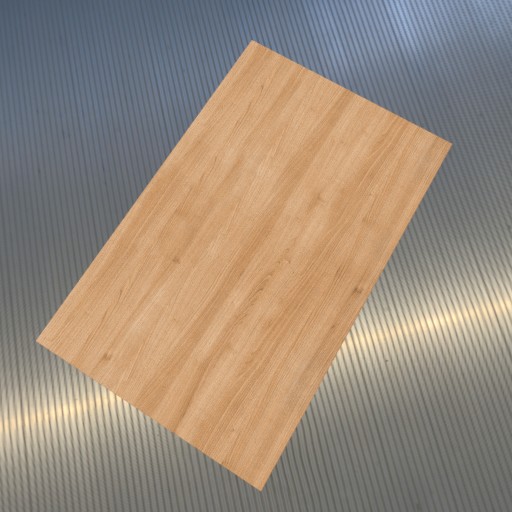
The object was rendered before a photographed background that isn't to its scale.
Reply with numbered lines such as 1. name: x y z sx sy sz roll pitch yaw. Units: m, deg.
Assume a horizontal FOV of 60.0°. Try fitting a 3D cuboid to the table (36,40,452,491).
1. table: 0.000 0.000 1.460 0.700 0.440 1.100 31 78 7
